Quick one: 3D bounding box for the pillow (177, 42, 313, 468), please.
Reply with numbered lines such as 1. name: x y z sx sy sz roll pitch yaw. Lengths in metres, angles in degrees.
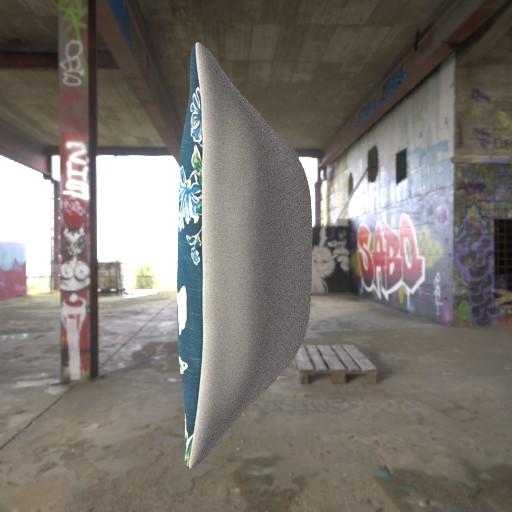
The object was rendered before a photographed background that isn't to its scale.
1. pillow: 0.000 0.000 0.774 0.166 0.508 0.525 0 0 17
